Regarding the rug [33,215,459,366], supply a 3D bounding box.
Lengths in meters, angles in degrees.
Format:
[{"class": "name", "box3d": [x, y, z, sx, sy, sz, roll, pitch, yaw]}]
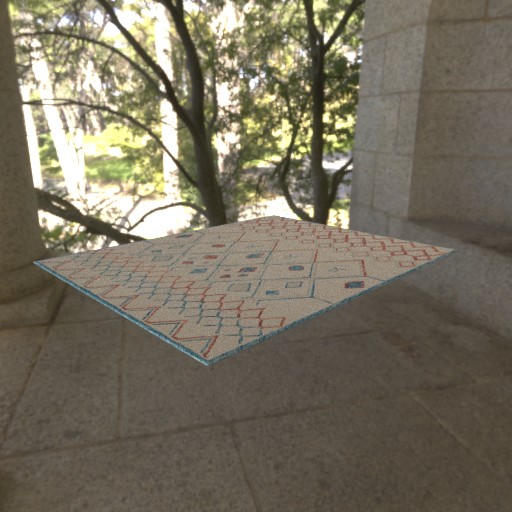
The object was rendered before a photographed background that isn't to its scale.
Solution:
[{"class": "rug", "box3d": [0.000, 0.000, 4.048, 3.050, 0.016, 2.441, -15, 22, -42]}]
